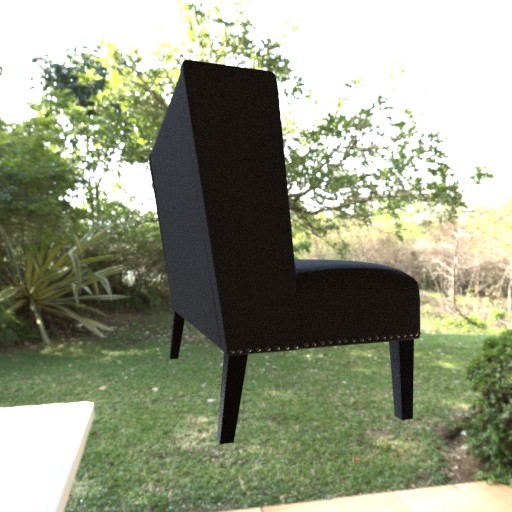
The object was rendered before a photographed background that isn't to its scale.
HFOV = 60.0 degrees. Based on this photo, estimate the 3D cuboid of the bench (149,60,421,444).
[{"bbox_3d":[0.000,0.000,1.983,0.842,1.121,1.276,0,0,-18],"label":"bench"}]
